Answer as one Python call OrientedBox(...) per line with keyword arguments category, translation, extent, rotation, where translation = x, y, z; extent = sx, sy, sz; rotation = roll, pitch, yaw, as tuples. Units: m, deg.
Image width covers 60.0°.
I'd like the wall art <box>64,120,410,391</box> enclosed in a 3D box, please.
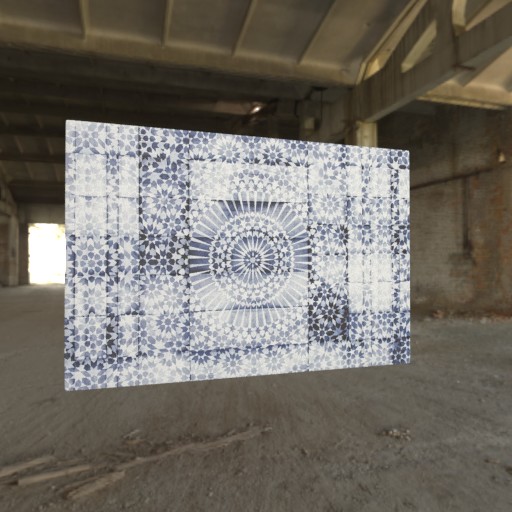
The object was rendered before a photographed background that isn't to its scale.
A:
OrientedBox(category="wall art", translation=(0.000, 0.000, 0.768), extent=(0.608, 0.406, 0.030), rotation=(0, -1, -18))
